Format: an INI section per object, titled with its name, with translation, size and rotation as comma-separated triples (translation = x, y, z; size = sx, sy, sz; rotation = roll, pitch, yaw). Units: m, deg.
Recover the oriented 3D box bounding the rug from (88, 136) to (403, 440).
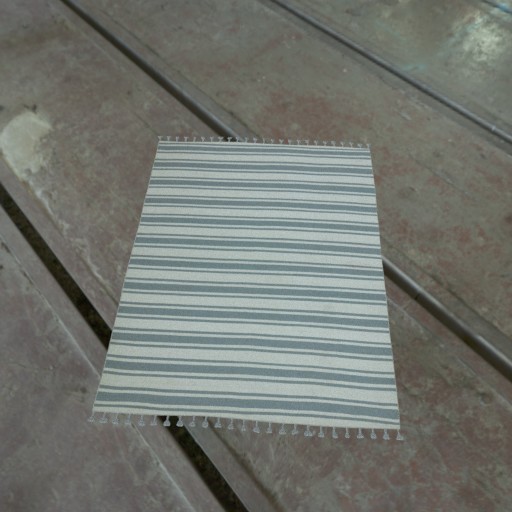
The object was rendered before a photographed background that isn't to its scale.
[rug]
translation = 0.000, 0.000, 4.252
size = 2.439, 0.005, 3.201
rotation = 3, 58, 2
